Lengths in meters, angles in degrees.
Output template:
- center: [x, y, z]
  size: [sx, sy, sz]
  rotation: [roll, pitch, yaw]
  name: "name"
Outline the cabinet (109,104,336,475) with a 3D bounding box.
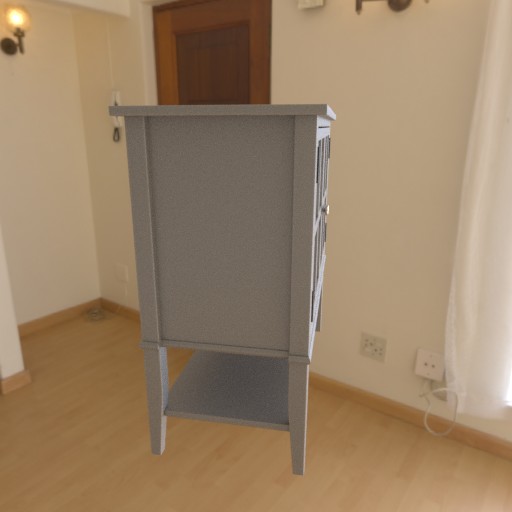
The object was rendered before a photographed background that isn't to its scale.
- center: [0.000, 0.000, 1.260]
  size: [0.396, 0.780, 0.801]
  rotation: [3, 17, 10]
  name: "cabinet"
